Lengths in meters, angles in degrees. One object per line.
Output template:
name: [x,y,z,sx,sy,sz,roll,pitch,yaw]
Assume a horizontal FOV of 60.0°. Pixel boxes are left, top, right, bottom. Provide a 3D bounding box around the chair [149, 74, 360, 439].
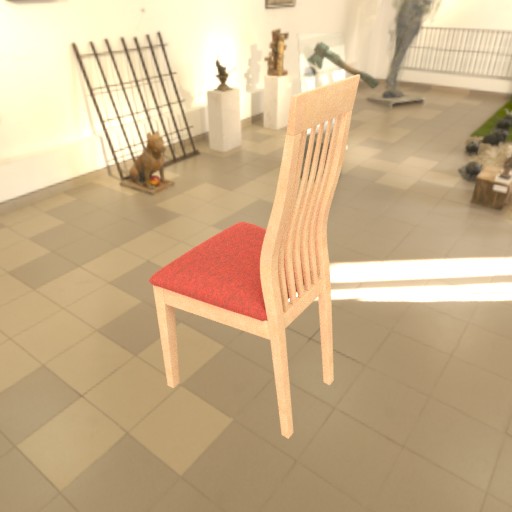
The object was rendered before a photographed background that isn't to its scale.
chair: [0.000,0.000,1.334,0.474,1.027,0.460,21,38,30]
